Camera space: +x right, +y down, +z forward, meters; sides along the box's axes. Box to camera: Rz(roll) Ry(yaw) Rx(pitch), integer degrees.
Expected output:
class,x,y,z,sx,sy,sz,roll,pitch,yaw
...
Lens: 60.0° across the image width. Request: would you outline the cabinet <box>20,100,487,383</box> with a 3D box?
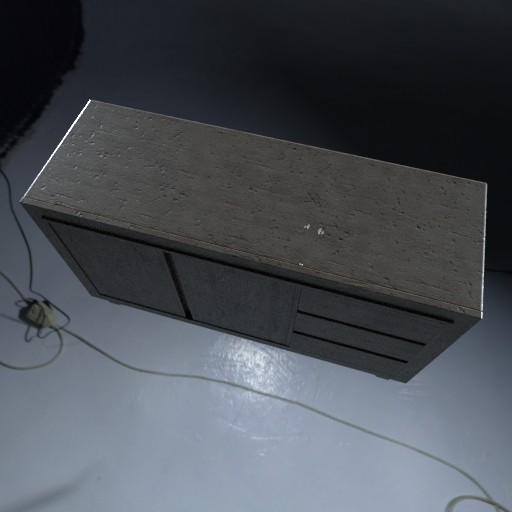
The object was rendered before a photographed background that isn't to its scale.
class,x,y,z,sx,sy,sz,roll,pitch,yaw
cabinet,0.000,0.000,1.818,1.460,0.825,0.511,14,61,8
